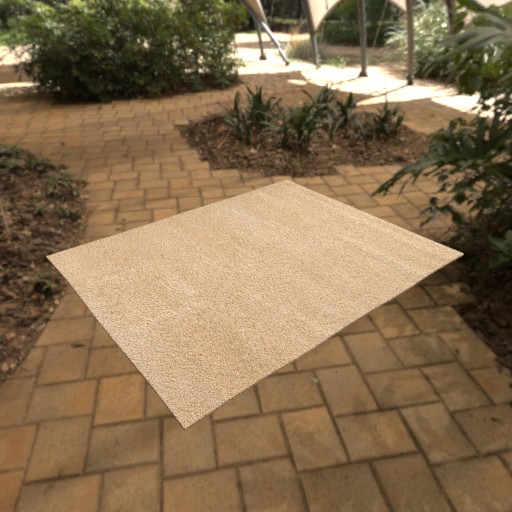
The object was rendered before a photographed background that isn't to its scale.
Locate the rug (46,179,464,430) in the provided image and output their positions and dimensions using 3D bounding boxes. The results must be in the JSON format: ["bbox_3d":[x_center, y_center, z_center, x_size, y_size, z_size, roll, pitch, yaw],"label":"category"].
[{"bbox_3d":[0.000,0.000,4.078,3.000,0.025,2.400,-23,38,-33],"label":"rug"}]
